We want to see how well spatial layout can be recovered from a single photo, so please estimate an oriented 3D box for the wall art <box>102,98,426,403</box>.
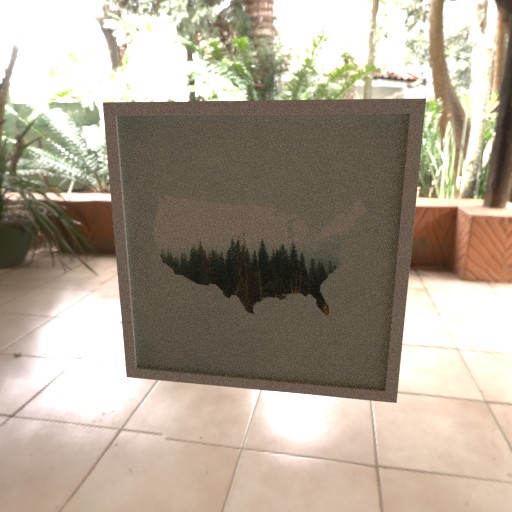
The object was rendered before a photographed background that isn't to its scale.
[{"bbox_3d":[0.000,0.000,1.151,0.762,0.762,0.038,3,16,9],"label":"wall art"}]
